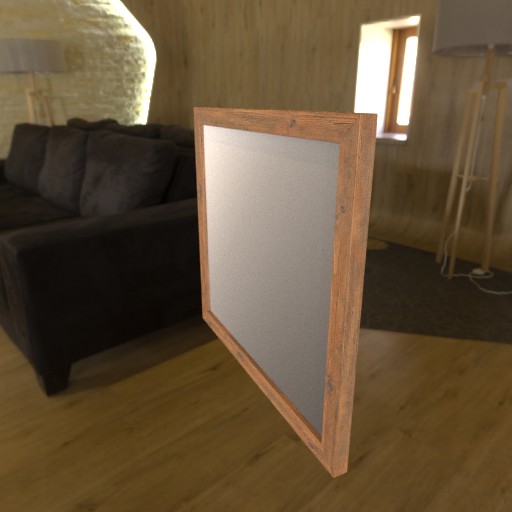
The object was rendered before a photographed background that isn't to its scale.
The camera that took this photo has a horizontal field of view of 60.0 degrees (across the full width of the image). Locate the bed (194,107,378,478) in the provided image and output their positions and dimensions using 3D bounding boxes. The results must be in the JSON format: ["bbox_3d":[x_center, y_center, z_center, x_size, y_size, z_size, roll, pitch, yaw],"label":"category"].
[{"bbox_3d":[0.000,0.000,1.498,0.046,0.942,1.046,-9,21,-25],"label":"bed"}]
